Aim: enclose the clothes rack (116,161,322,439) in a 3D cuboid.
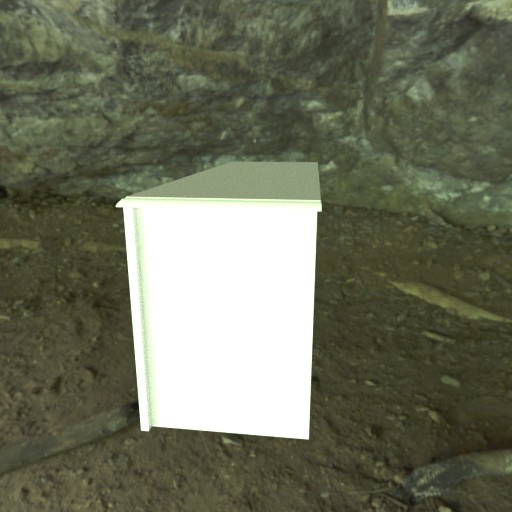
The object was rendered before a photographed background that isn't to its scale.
[{"bbox_3d":[0.000,0.000,1.509,0.405,0.558,1.218,2,16,7],"label":"clothes rack"}]
